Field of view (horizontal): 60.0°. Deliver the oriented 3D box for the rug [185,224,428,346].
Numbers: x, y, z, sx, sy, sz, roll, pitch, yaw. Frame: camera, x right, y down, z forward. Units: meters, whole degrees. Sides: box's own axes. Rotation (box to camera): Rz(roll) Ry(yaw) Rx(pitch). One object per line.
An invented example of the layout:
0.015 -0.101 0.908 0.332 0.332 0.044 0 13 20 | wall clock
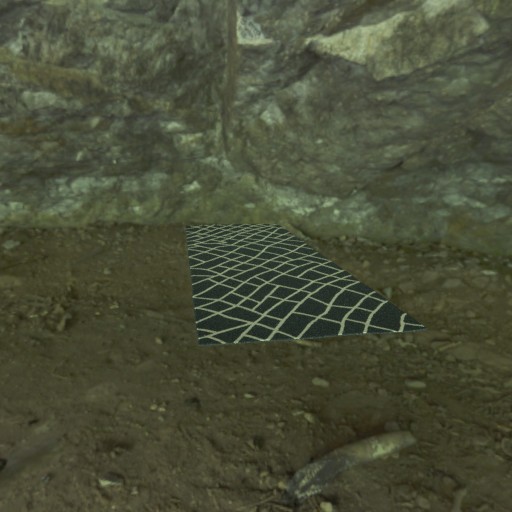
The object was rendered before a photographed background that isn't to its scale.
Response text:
0.000 0.000 2.659 0.807 0.010 2.476 -2 13 -10 | rug
